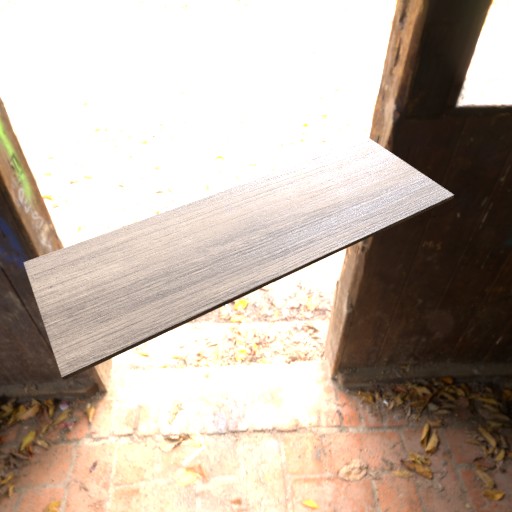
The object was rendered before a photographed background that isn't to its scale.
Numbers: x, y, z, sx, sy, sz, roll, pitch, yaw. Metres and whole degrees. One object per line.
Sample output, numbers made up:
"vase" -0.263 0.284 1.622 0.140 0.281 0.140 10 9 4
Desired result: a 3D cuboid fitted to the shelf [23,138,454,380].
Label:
"shelf" 0.000 0.000 0.690 0.610 0.125 0.200 -24 50 -21
